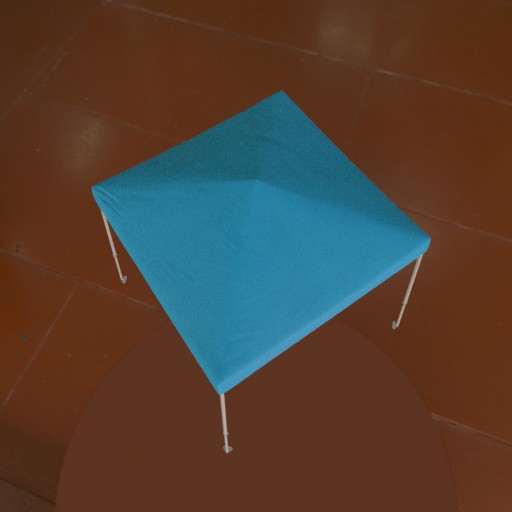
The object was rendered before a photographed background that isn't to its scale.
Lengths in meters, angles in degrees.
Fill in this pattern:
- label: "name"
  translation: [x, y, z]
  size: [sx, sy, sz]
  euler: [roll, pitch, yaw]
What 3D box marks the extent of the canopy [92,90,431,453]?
- label: "canopy"
  translation: [0.000, 0.000, 5.054]
  size: [2.848, 2.849, 2.849]
  euler: [-32, 67, -15]
